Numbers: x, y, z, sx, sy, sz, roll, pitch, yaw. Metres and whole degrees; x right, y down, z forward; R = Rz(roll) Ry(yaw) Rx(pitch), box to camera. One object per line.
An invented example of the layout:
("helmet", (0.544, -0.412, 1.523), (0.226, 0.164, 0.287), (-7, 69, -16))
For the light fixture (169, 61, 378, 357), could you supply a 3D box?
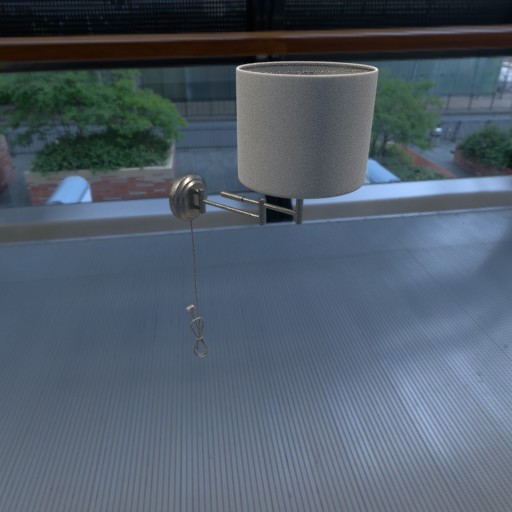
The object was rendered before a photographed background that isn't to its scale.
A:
("light fixture", (0.000, 0.000, 1.055), (0.479, 0.842, 0.253), (19, 34, 32))
